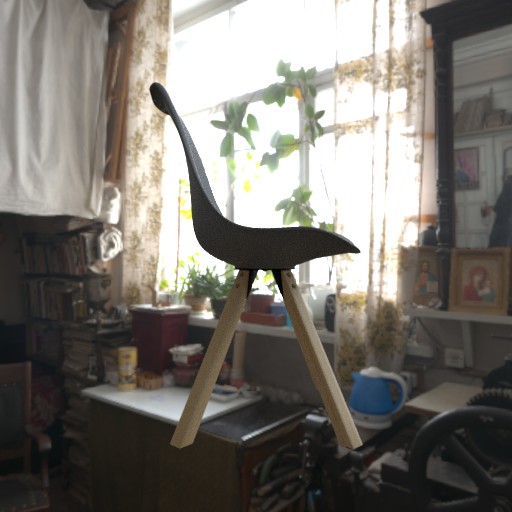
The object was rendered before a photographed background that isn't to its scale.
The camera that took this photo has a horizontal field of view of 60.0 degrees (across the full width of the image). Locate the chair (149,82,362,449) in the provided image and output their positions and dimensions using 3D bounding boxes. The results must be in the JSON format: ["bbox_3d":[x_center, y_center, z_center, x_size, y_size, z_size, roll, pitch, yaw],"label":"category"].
[{"bbox_3d":[0.000,0.000,1.200,0.549,0.850,0.485,0,0,0],"label":"chair"}]
